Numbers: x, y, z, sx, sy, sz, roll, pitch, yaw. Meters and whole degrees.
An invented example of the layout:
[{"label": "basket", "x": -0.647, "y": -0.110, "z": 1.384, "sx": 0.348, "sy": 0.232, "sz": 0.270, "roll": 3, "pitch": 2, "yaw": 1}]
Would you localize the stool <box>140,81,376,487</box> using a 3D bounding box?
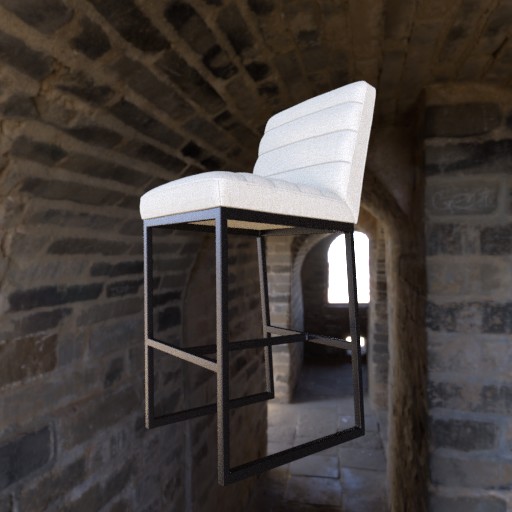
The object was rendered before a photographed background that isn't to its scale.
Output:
[{"label": "stool", "x": 0.000, "y": 0.000, "z": 1.323, "sx": 0.560, "sy": 1.040, "sz": 0.460, "roll": 0, "pitch": 0, "yaw": -37}]
